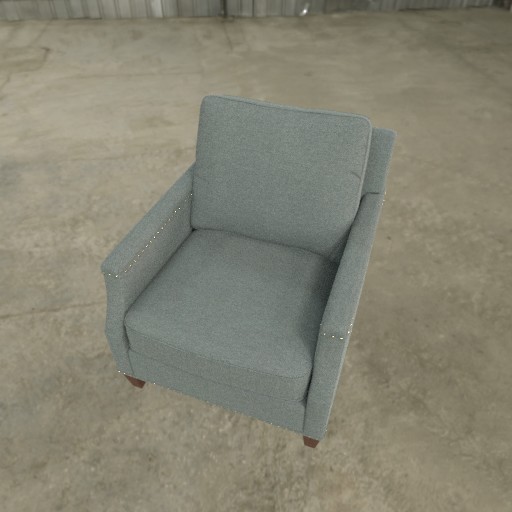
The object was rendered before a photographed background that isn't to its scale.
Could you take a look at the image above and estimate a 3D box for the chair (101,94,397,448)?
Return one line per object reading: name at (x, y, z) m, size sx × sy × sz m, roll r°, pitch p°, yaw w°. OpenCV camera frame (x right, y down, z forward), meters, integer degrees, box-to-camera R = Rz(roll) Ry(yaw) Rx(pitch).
chair at (0.000, 0.000, 1.822) m, size 0.885 × 1.031 × 1.031 m, roll 14°, pitch 43°, yaw 15°
